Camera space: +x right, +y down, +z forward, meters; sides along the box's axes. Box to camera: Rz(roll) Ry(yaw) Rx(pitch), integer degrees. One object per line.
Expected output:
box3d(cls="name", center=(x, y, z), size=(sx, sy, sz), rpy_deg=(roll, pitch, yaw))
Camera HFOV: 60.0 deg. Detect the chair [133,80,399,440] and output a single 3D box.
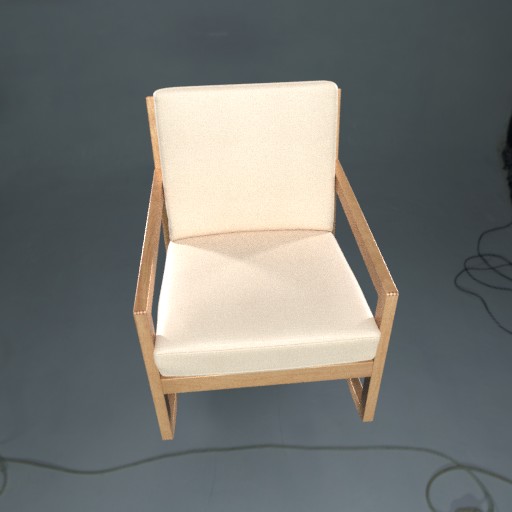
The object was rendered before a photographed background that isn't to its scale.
box3d(cls="chair", center=(0.000, 0.000, 1.378), size=(0.622, 0.790, 0.857), rpy_deg=(-4, 47, -4))
